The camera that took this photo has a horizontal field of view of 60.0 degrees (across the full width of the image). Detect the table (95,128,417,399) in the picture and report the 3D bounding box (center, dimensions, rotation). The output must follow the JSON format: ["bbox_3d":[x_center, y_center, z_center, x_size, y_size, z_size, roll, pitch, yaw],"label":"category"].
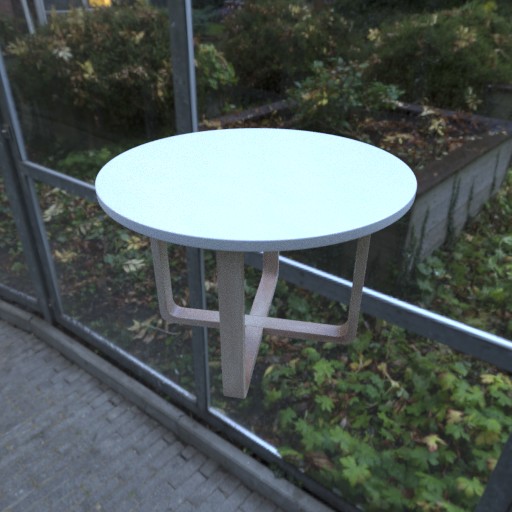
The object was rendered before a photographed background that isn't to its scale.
[{"bbox_3d":[0.000,0.000,0.965,0.600,0.400,0.600,0,30,0],"label":"table"}]
